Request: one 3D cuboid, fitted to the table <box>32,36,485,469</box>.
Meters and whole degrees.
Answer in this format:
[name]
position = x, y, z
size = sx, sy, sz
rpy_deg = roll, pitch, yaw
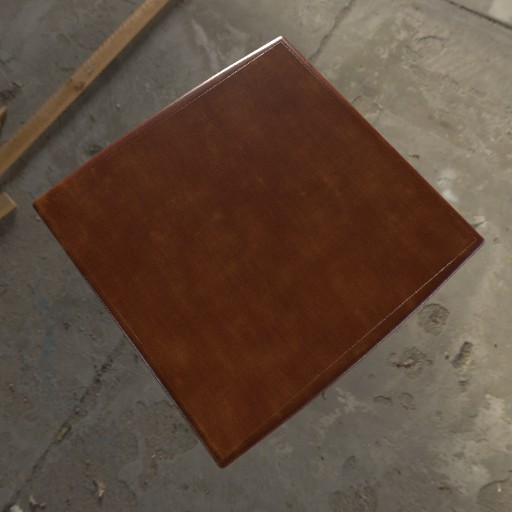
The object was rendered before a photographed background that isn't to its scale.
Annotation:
[table]
position = 0.000, 0.000, 1.681
size = 0.991, 0.754, 0.991
rpy_deg = -38, 78, -10
